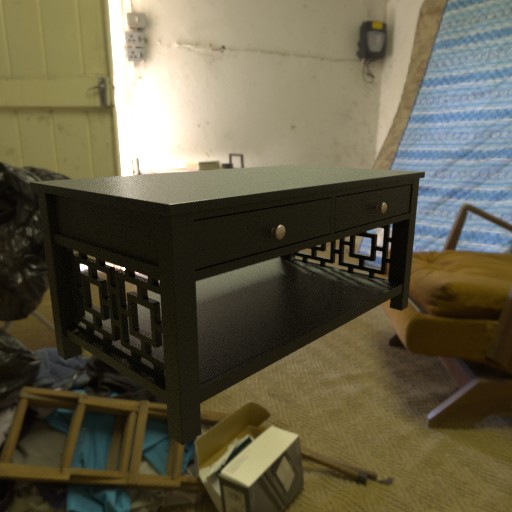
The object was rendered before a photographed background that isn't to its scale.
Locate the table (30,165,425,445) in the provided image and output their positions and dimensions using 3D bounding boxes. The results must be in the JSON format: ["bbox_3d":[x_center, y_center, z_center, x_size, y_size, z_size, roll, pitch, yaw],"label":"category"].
[{"bbox_3d":[0.000,0.000,1.390,0.612,0.493,1.068,13,20,41],"label":"table"}]
